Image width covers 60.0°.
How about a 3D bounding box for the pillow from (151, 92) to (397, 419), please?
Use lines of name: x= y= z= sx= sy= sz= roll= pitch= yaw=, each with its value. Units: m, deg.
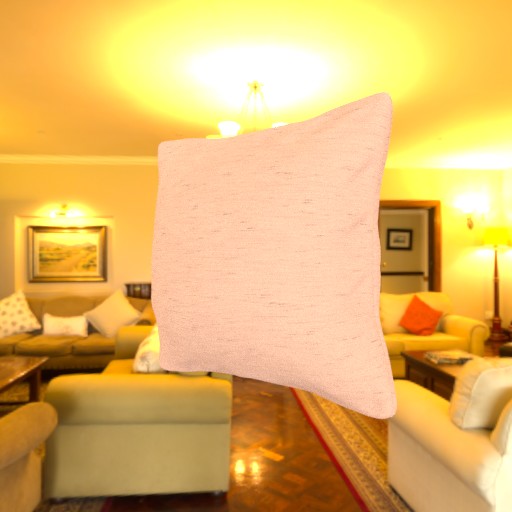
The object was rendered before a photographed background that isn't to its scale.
pillow: x=0.000 y=0.000 z=0.683 sx=0.432 sy=0.415 sz=0.246 roll=0 pitch=0 yaw=36
